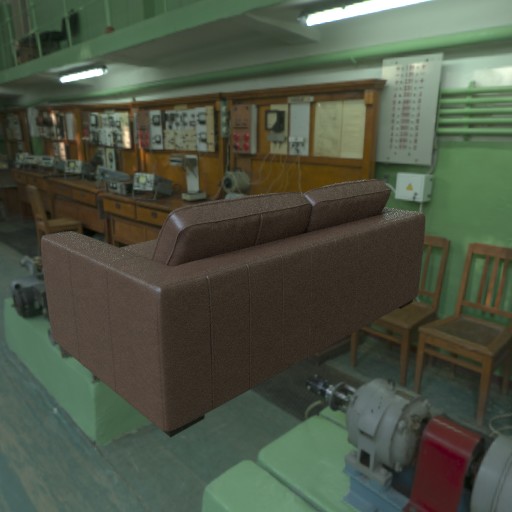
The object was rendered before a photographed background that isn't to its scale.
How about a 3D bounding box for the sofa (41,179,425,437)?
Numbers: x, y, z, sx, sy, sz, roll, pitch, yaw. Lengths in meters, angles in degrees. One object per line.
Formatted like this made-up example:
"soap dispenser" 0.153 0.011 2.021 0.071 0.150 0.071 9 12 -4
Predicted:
"sofa" 0.000 0.000 2.451 1.920 0.800 1.070 -15 22 -43
